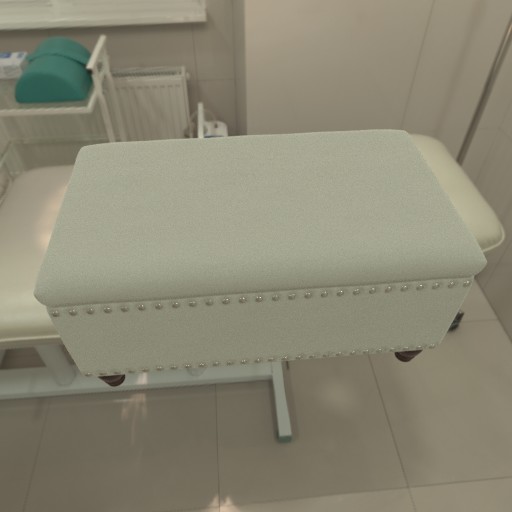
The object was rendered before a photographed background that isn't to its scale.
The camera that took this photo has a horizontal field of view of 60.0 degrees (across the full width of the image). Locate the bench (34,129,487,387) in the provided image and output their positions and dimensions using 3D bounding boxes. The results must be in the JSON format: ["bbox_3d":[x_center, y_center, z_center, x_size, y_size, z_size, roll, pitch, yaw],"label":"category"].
[{"bbox_3d":[0.000,0.000,1.162,0.887,0.449,0.500,-4,46,-4],"label":"bench"}]
